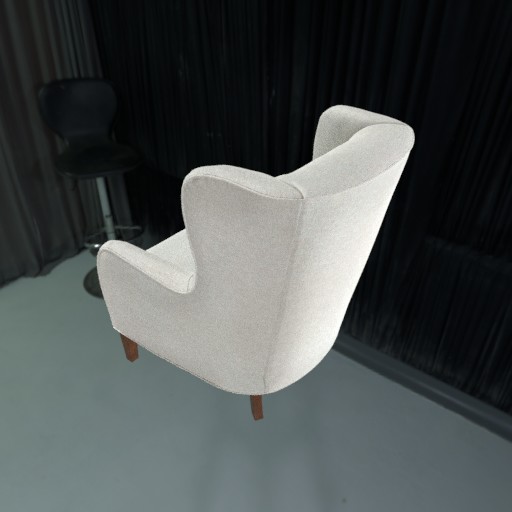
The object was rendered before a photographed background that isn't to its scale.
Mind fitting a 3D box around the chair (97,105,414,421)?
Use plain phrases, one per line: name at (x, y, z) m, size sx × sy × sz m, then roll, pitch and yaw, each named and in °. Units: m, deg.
chair at (0.000, 0.000, 1.735) m, size 0.966 × 1.040 × 0.838 m, roll 22°, pitch 39°, yaw 30°
